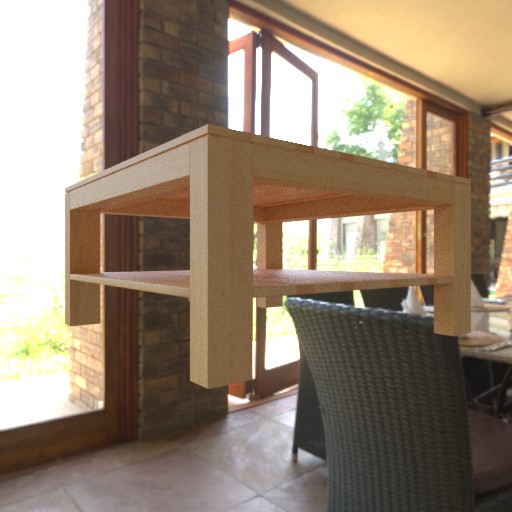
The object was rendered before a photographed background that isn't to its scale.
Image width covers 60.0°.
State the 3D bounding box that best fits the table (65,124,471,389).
[{"bbox_3d":[0.000,0.000,1.381,0.900,0.450,0.900,0,0,-38],"label":"table"}]
